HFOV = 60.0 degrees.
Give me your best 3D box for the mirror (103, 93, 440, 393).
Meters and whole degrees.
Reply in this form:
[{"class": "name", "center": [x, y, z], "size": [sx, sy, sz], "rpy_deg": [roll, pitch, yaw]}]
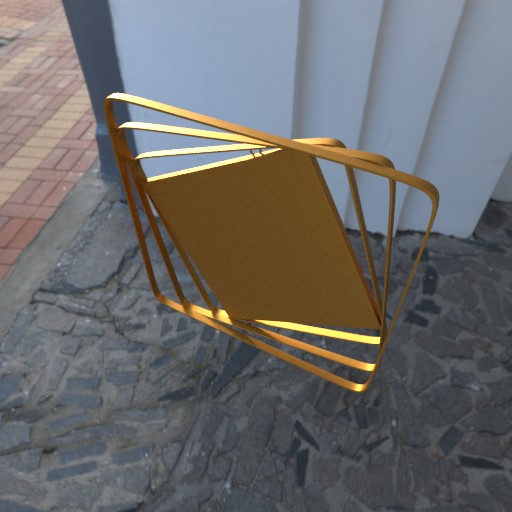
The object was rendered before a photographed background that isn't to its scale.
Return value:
[{"class": "mirror", "center": [0.000, 0.000, 0.711], "size": [0.470, 0.468, 0.045], "rpy_deg": [21, 50, 19]}]
